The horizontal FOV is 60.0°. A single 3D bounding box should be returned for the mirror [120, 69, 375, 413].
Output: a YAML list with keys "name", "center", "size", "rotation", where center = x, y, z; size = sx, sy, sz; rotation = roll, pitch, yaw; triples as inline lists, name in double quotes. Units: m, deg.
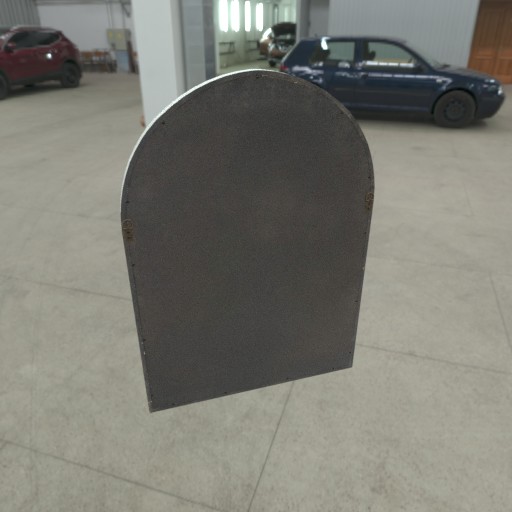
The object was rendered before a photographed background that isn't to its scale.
- name: "mirror"
  center: [0.000, 0.000, 1.183]
  size: [0.660, 0.920, 0.032]
  rotation: [-8, 28, -15]
